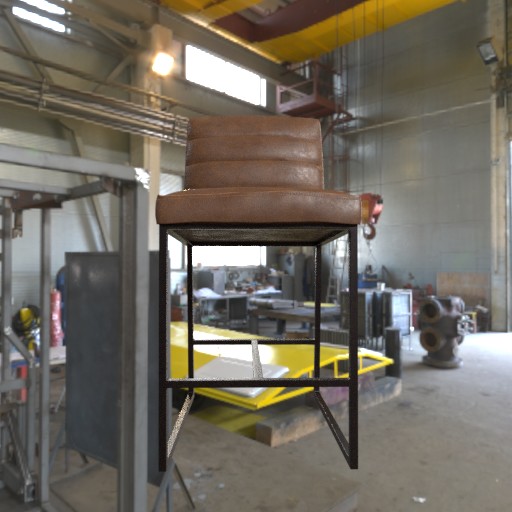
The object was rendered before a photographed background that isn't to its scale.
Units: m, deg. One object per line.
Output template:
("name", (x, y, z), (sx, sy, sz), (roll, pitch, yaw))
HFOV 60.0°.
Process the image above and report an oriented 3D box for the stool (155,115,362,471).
("stool", (0.000, 0.000, 1.232), (0.463, 0.942, 0.562), (0, -1, -1))
